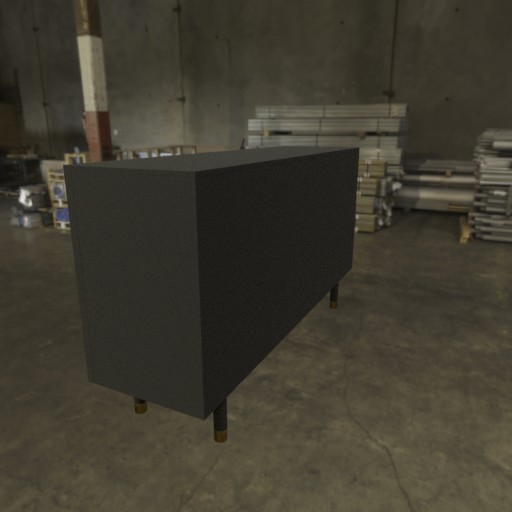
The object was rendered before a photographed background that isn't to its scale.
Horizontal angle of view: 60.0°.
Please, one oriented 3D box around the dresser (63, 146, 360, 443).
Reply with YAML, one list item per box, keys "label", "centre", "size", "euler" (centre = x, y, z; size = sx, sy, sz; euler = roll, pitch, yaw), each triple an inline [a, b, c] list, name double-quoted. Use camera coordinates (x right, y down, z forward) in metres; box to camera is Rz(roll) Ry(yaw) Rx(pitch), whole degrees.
- label: "dresser"
  centre: [0.000, 0.000, 1.927]
  size: [0.463, 0.872, 1.558]
  euler: [8, 18, 26]
